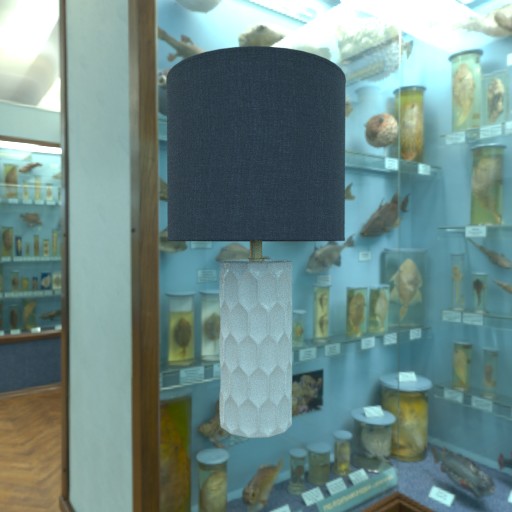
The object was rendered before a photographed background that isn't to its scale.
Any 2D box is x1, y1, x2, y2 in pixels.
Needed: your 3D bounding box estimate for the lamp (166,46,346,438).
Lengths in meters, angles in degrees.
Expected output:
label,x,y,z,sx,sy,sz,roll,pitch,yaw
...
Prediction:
label,x,y,z,sx,sy,sz,roll,pitch,yaw
lamp,0.000,0.000,0.703,0.277,0.537,0.277,-1,2,-34
